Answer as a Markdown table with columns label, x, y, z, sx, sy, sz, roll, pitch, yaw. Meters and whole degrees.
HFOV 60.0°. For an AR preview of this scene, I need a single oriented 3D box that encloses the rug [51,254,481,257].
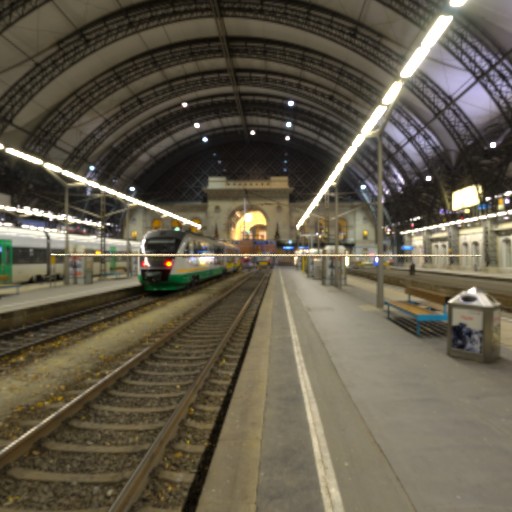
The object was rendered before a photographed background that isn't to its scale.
| label | x | y | z | sx | sy | sz | roll | pitch | yaw |
| --- | --- | --- | --- | --- | --- | --- | --- | --- | --- |
| rug | 0.000 | 0.000 | 3.081 | 2.438 | 0.010 | 1.524 | 0 | 0 | -19 |
